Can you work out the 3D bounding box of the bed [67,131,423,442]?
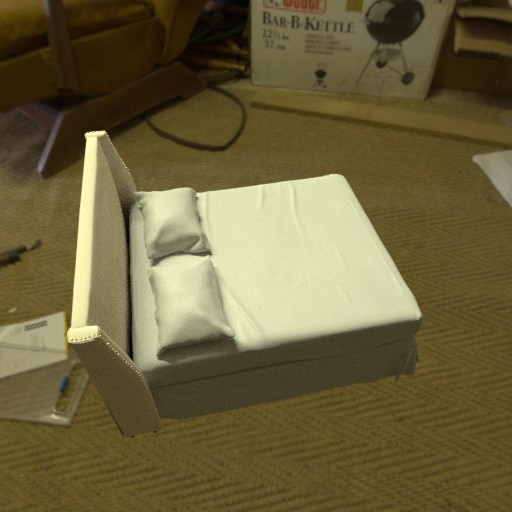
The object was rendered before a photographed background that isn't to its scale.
[{"bbox_3d":[0.000,0.000,3.381,2.276,1.332,1.925,-9,48,-8],"label":"bed"}]
